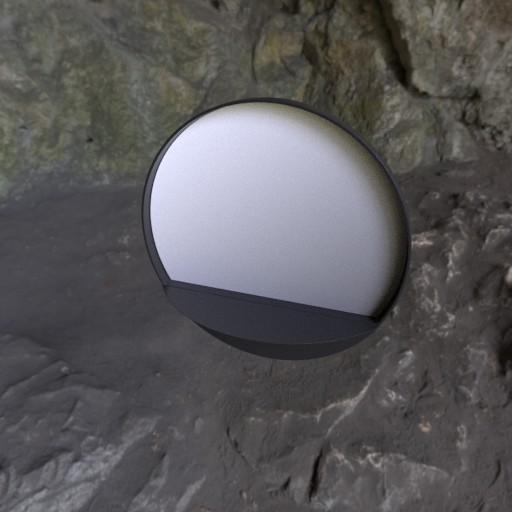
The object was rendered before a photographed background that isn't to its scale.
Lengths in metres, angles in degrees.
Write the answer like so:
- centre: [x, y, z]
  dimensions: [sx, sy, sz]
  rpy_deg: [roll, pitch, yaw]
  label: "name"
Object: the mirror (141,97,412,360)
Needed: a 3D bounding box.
- centre: [0.000, 0.000, 0.694]
  dimensions: [0.457, 0.457, 0.133]
  rpy_deg: [9, 28, 17]
  label: "mirror"
